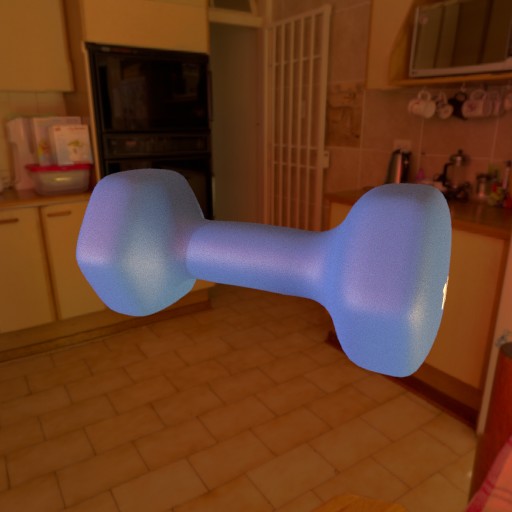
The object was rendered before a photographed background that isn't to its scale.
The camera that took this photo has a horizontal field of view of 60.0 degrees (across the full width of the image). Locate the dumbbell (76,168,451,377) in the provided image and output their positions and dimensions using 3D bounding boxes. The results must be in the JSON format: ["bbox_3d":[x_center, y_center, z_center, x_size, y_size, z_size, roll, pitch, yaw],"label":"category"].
[{"bbox_3d":[0.000,0.000,0.264,0.212,0.093,0.103,8,19,25],"label":"dumbbell"}]
